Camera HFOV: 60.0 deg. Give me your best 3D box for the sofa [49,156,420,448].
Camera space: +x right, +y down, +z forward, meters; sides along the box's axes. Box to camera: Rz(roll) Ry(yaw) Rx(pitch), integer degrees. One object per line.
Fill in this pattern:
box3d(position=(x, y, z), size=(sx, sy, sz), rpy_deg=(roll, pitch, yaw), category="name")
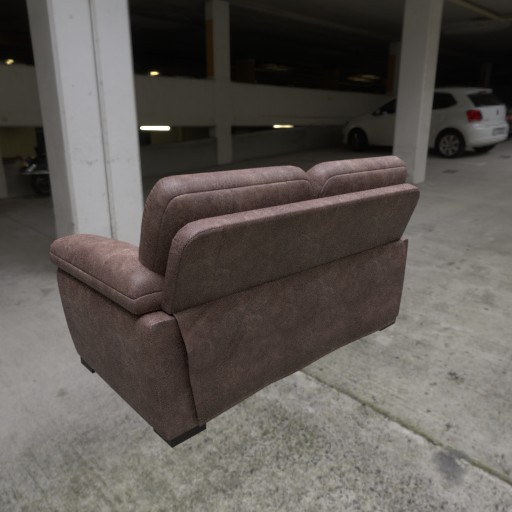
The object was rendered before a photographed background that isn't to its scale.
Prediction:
box3d(position=(0.000, 0.000, 2.310), size=(1.753, 0.991, 0.991), rpy_deg=(-15, 22, -41), category="sofa")
